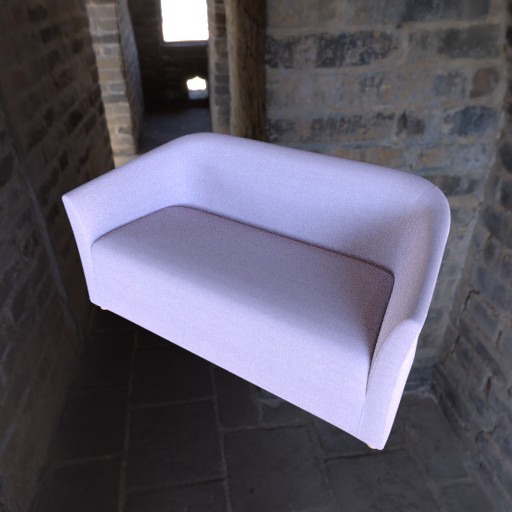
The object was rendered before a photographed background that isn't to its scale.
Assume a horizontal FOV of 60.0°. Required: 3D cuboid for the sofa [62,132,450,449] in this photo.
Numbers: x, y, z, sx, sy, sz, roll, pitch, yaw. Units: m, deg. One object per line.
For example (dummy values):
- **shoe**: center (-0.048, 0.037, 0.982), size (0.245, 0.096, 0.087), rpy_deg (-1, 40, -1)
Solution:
- **sofa**: center (0.000, 0.000, 1.817), size (1.452, 0.721, 0.705), rpy_deg (19, 37, 28)
